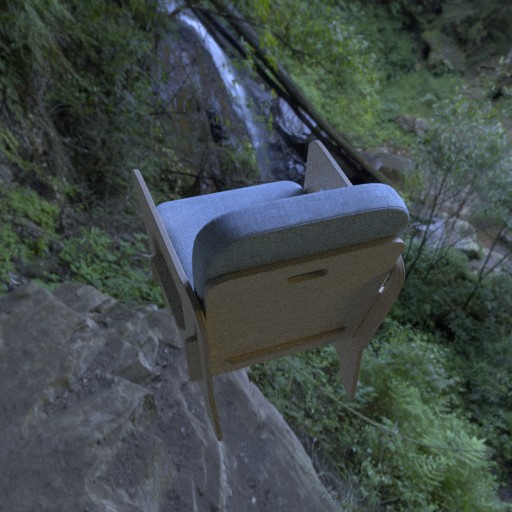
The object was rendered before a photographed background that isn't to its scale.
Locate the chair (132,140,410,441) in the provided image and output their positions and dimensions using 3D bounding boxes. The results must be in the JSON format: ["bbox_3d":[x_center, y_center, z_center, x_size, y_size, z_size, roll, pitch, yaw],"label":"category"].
[{"bbox_3d":[0.000,0.000,1.281,0.590,0.800,0.710,-12,44,-13],"label":"chair"}]
